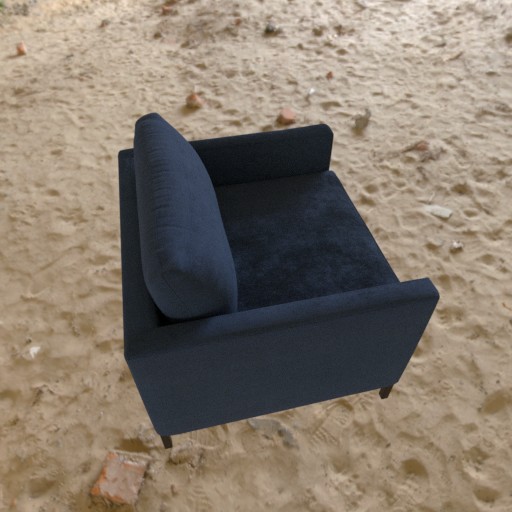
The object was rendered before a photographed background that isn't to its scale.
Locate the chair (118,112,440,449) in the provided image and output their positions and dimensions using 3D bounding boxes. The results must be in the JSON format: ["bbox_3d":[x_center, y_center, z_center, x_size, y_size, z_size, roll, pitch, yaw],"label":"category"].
[{"bbox_3d":[0.000,0.000,1.602,0.875,0.812,0.964,-10,47,-9],"label":"chair"}]
